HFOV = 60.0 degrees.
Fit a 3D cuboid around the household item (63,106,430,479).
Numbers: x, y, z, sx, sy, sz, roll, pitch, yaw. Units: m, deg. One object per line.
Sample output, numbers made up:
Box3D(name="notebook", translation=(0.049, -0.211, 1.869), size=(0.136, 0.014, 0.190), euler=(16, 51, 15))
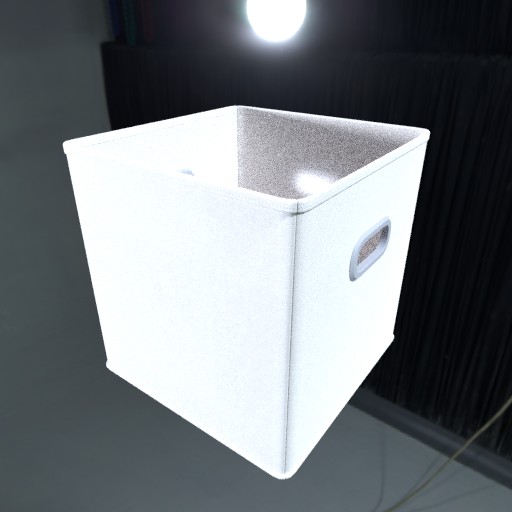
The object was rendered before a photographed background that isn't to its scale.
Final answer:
Box3D(name="household item", translation=(0.000, 0.000, 0.568), size=(0.305, 0.305, 0.305), euler=(19, 33, 32))
